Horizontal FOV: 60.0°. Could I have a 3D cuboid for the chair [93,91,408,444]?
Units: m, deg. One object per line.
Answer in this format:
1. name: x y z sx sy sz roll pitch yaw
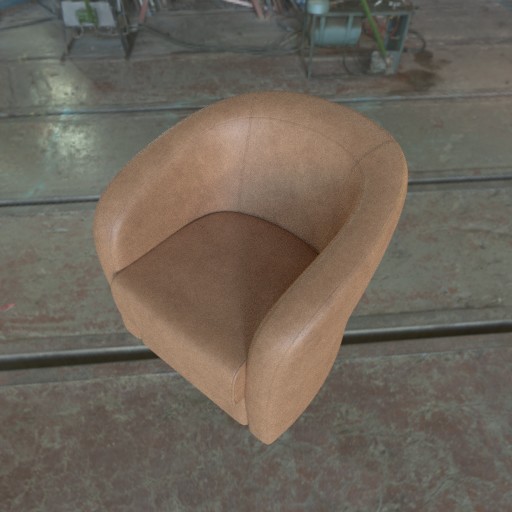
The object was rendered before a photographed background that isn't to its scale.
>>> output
1. chair: 0.000 0.000 1.449 0.791 0.771 0.815 31 53 26
